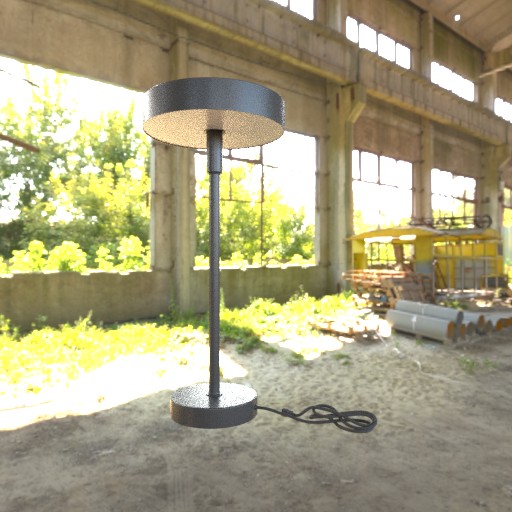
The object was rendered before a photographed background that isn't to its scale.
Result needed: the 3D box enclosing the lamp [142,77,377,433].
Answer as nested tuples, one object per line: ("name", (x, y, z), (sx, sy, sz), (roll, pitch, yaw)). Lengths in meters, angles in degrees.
("lamp", (0.000, 0.000, 0.701), (0.369, 0.508, 0.229), (0, -1, 16))
